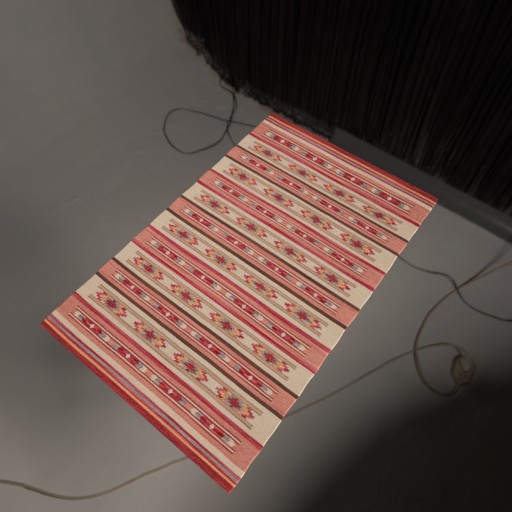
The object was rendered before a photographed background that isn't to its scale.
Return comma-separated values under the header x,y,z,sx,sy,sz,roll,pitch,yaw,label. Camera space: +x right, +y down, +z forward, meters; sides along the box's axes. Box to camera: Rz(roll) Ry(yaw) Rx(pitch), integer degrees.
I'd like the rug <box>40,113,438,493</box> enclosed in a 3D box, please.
x,y,z,sx,sy,sz,roll,pitch,yaw,label
0.000,0.000,3.016,1.535,0.010,2.431,33,64,19,rug
